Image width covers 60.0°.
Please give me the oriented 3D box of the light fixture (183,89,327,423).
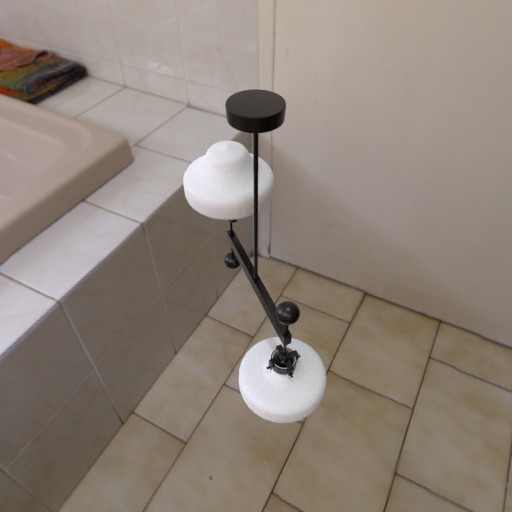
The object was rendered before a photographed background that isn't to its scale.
[{"bbox_3d":[0.000,0.000,1.016,0.489,0.743,0.422,23,50,21],"label":"light fixture"}]
